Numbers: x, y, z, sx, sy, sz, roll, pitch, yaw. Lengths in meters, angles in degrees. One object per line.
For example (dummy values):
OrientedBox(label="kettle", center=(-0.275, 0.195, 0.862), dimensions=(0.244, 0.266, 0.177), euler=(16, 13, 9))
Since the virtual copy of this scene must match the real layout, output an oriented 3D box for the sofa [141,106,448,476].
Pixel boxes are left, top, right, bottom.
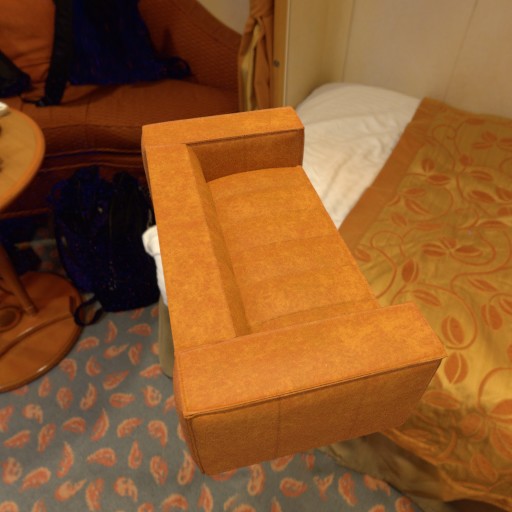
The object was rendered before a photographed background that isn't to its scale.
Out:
OrientedBox(label="sofa", center=(0.000, 0.000, 2.558), dimensions=(1.102, 0.703, 2.088), euler=(-10, 47, -10))
